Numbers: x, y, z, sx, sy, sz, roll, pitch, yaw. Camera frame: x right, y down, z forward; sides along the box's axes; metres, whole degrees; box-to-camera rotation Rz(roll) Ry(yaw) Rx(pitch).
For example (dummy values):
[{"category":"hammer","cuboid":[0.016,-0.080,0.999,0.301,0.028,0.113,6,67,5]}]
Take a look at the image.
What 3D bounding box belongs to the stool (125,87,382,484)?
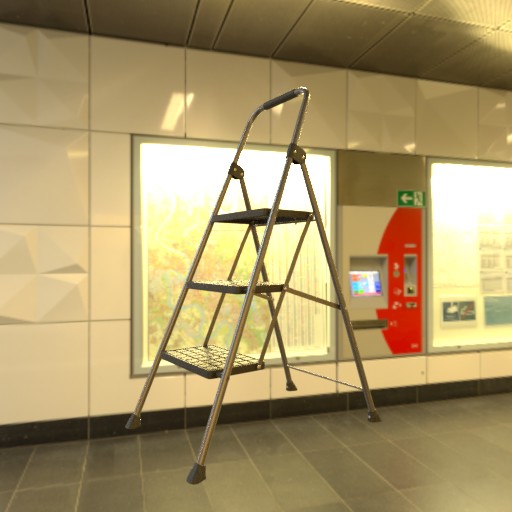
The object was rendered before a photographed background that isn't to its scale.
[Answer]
[{"category":"stool","cuboid":[0.000,0.000,1.485,0.733,1.121,0.473,0,0,-36]}]
